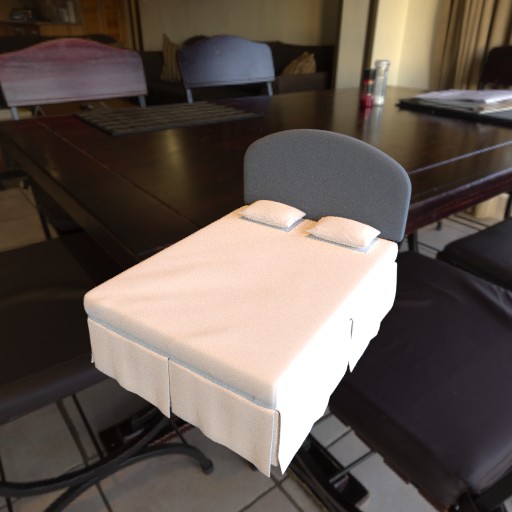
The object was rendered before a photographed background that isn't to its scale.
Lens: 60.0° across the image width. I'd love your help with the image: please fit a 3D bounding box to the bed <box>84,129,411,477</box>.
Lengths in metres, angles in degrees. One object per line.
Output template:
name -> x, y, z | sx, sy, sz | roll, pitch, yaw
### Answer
bed -> 0.000, 0.000, 3.173 | 1.607, 1.410, 2.005 | 17, 33, 29
